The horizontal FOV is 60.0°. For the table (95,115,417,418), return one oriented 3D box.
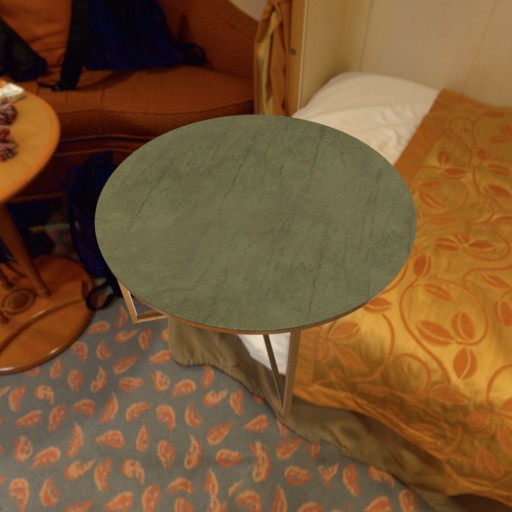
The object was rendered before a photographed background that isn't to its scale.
[{"bbox_3d":[0.000,0.000,1.300,0.800,0.450,0.800,0,48,0],"label":"table"}]
